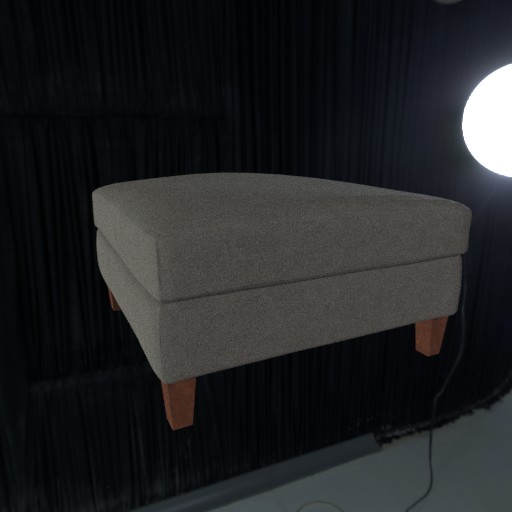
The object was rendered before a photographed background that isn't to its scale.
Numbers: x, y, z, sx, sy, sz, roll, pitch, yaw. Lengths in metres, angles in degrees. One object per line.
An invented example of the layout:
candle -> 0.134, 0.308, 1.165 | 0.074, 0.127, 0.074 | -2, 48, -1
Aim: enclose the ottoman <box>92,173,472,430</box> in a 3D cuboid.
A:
ottoman -> 0.000, 0.000, 1.390 | 0.861, 0.482, 0.881 | -7, 17, -25
